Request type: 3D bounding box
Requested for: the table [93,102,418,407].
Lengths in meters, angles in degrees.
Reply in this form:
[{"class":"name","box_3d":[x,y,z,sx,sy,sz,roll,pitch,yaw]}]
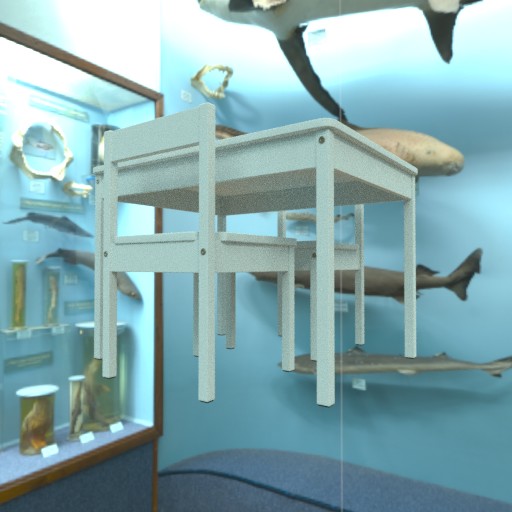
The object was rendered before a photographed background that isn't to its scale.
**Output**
[{"class":"table","box_3d":[0.000,0.000,1.091,0.650,0.503,0.672,-1,-1,36]}]
